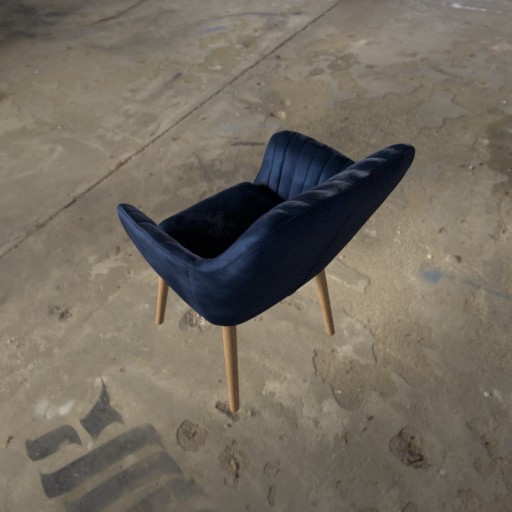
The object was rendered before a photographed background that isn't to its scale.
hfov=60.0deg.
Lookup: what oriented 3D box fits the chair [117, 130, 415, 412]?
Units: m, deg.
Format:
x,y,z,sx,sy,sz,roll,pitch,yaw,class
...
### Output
x,y,z,sx,sy,sz,roll,pitch,yaw,class
0.000,0.000,1.247,0.578,0.826,0.573,-31,54,-26,chair
